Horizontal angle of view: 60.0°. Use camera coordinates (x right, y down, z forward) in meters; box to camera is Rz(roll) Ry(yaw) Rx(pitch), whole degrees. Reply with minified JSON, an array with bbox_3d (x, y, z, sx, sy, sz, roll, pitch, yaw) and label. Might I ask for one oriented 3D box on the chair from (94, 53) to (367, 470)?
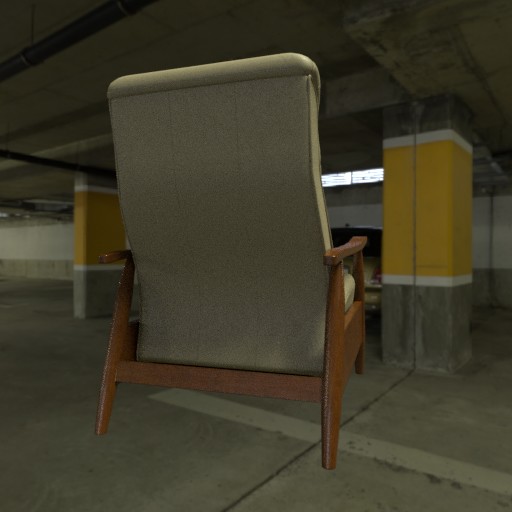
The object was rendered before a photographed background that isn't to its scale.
[{"bbox_3d":[0.000,0.000,1.701,0.762,1.082,1.014,0,0,18],"label":"chair"}]
